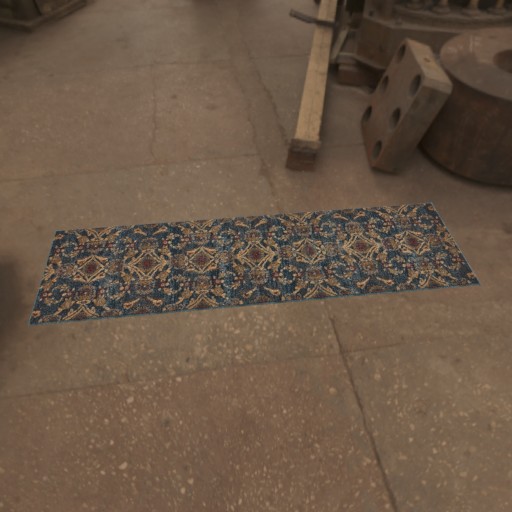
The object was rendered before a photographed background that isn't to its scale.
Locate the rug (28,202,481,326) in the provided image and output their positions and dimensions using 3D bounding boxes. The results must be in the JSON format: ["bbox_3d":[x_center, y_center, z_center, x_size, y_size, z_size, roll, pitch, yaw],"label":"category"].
[{"bbox_3d":[0.000,0.000,2.458,2.292,0.014,0.685,-5,46,-4],"label":"rug"}]
